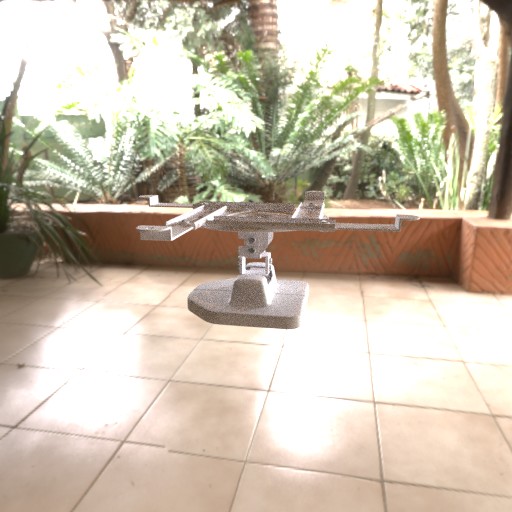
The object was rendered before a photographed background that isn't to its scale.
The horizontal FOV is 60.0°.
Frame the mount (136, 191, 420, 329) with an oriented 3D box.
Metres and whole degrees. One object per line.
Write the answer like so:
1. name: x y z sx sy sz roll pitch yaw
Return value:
1. mount: 0.000 0.000 0.609 0.394 0.141 0.394 3 14 10
